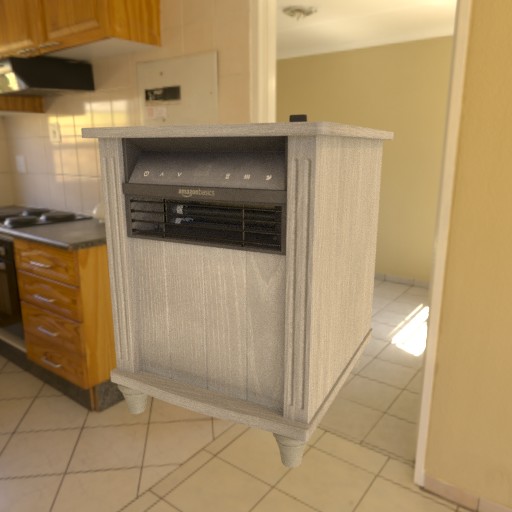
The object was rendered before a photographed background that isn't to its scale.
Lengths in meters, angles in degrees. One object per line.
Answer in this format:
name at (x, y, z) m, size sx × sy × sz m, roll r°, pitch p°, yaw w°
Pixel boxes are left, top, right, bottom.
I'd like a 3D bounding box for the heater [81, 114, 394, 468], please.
heater at (0.000, 0.000, 0.753) m, size 0.362 × 0.481 × 0.400 m, roll 7°, pitch 15°, yaw 26°
